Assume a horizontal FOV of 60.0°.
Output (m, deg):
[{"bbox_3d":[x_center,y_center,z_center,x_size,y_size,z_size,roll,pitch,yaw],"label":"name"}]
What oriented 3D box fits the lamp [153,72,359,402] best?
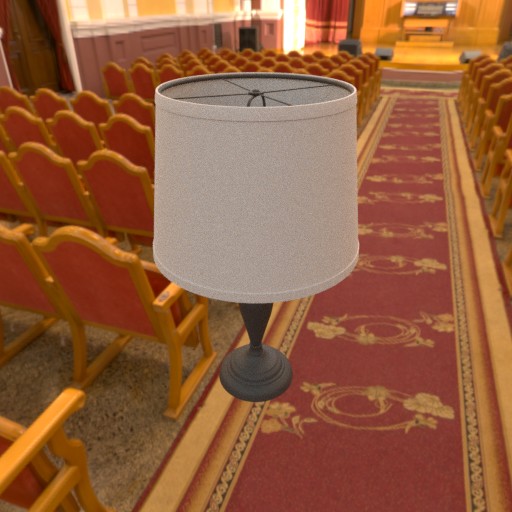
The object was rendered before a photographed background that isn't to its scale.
[{"bbox_3d":[0.000,0.000,0.692,0.310,0.501,0.310,0,30,0],"label":"lamp"}]
